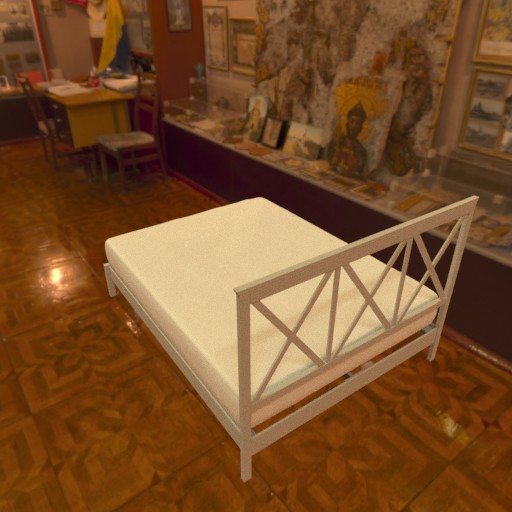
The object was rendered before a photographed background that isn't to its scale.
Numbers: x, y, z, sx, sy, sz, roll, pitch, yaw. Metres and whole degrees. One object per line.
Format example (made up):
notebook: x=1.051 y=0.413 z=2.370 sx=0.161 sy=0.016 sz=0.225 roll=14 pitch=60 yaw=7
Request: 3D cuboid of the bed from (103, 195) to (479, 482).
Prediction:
bed: x=0.000 y=0.000 z=3.229 sx=1.673 sy=1.253 sz=2.135 roll=-19 pitch=35 yaw=-30
